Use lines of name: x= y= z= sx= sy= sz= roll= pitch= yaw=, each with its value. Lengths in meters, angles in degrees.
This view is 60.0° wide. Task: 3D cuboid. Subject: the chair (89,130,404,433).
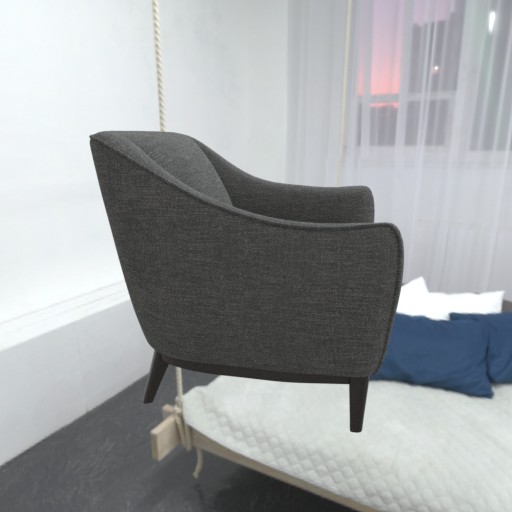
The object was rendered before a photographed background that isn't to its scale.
chair: x=0.000 y=0.000 z=1.527 sx=0.851 sy=0.829 sz=0.870 roll=2 pitch=15 yaw=9
